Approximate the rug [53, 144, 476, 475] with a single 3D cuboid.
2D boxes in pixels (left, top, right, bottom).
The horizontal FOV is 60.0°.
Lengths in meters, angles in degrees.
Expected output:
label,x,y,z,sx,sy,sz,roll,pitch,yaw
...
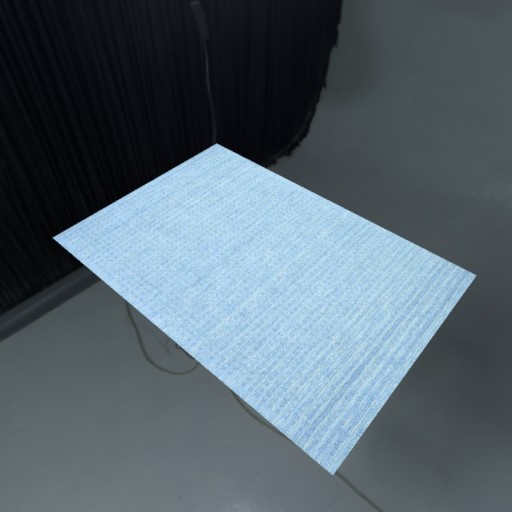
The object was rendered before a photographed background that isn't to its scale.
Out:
label,x,y,z,sx,sy,sz,roll,pitch,yaw
rug,0.000,0.000,3.653,2.895,0.006,1.982,32,54,27
